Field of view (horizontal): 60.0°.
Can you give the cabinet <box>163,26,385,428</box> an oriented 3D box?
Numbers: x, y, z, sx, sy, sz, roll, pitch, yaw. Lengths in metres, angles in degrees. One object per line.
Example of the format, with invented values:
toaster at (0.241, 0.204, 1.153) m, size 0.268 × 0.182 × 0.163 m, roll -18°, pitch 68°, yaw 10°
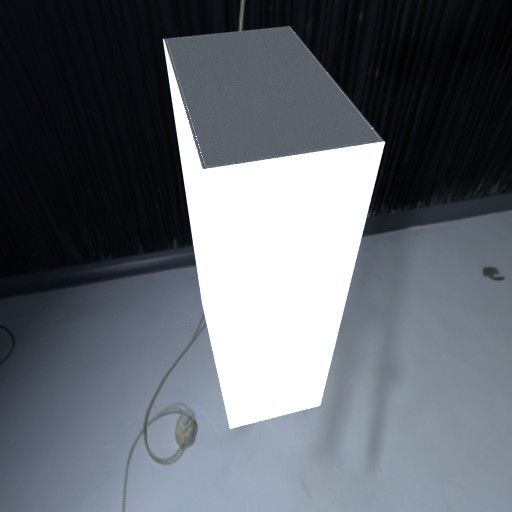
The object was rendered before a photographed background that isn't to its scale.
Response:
cabinet at (0.000, 0.000, 2.365) m, size 0.580 × 1.920 × 0.980 m, roll -11°, pitch 48°, yaw -10°
